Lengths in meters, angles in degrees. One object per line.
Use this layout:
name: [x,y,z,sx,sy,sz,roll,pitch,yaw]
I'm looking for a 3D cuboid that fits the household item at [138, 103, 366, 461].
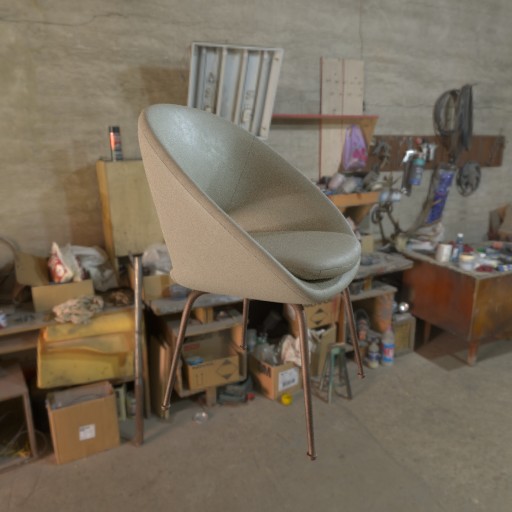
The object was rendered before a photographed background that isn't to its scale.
household item: [0.000,0.000,1.278,0.573,0.852,0.623,7,15,27]
